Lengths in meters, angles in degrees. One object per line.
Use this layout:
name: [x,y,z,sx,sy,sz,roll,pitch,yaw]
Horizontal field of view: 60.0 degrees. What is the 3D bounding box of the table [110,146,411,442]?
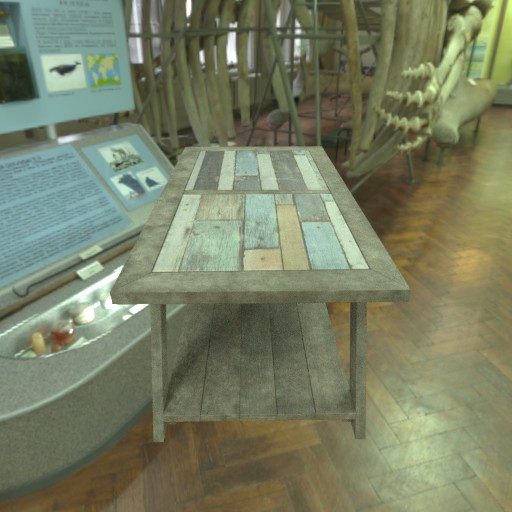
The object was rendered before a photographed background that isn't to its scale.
table: [0.000,0.000,1.545,0.610,0.470,1.219,0,27,-1]
